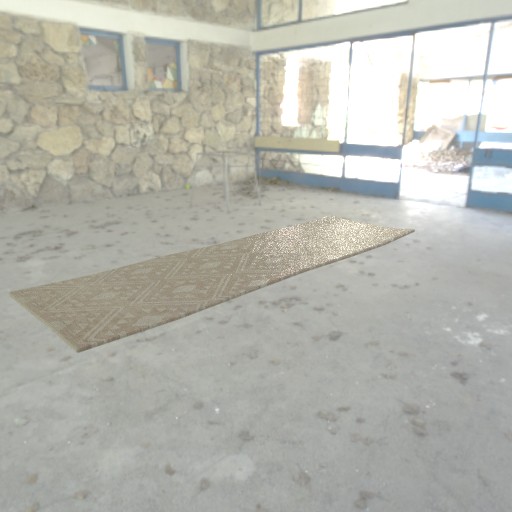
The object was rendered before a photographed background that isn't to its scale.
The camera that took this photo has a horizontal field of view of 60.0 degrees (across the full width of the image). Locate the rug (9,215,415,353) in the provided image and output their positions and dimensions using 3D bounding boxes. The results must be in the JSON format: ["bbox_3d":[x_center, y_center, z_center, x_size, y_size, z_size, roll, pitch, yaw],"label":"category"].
[{"bbox_3d":[0.000,0.000,2.597,2.452,0.051,0.752,-16,23,-42],"label":"rug"}]
